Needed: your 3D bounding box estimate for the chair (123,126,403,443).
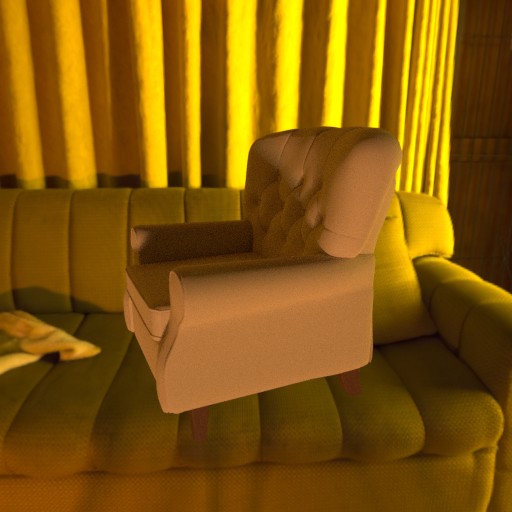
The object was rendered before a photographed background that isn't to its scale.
[{"bbox_3d":[0.000,0.000,2.063,1.132,1.169,1.035,-7,17,-24],"label":"chair"}]
